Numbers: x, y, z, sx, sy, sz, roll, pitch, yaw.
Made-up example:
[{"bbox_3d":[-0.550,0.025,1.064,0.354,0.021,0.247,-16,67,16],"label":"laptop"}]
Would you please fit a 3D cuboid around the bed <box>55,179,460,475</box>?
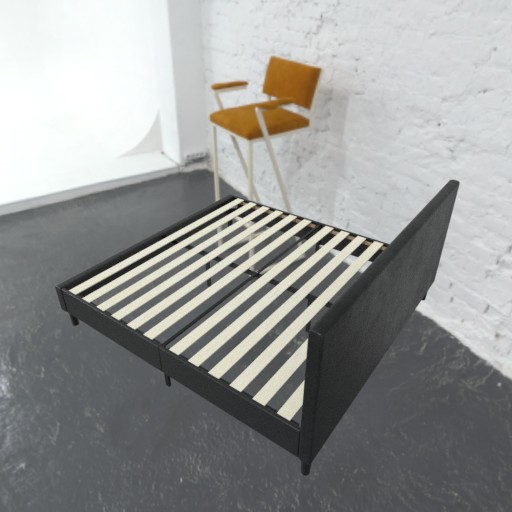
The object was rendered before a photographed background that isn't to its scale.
[{"bbox_3d":[0.000,0.000,3.293,2.152,1.046,2.018,21,38,30],"label":"bed"}]
